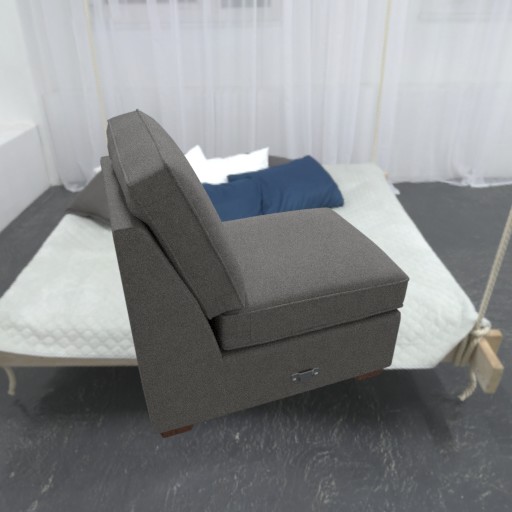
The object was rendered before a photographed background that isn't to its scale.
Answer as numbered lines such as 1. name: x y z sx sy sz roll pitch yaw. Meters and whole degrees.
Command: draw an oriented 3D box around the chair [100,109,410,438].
1. chair: 0.000 0.000 1.595 0.938 0.970 0.621 -10 32 -17
